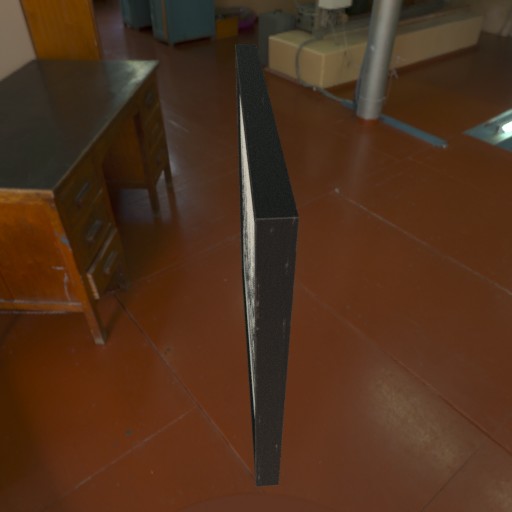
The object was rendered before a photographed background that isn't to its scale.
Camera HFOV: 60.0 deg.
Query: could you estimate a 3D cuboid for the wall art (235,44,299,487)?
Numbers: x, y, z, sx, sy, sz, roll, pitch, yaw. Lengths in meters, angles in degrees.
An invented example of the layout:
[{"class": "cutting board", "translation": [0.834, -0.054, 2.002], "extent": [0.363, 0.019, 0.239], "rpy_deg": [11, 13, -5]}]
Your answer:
[{"class": "wall art", "translation": [0.000, 0.000, 0.715], "extent": [0.036, 0.506, 0.506], "rpy_deg": [-3, 40, -3]}]
